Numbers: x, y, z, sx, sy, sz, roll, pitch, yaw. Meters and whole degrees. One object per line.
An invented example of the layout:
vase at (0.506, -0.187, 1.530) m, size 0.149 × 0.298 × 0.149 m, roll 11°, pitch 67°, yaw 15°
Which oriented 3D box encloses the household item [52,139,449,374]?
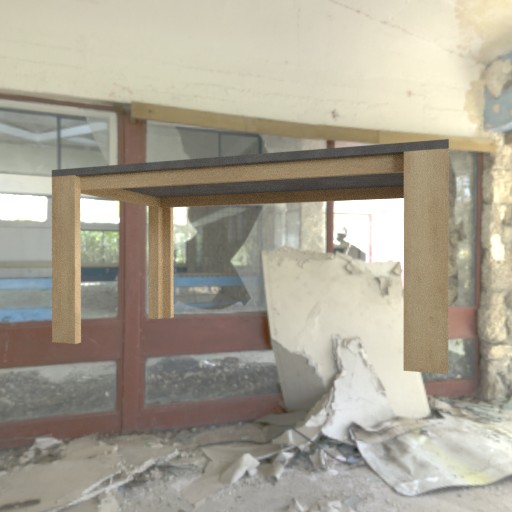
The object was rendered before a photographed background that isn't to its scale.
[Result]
household item at (0.000, 0.000, 2.084) m, size 1.600 × 0.755 × 0.850 m, roll 0°, pitch 0°, yaw 19°
